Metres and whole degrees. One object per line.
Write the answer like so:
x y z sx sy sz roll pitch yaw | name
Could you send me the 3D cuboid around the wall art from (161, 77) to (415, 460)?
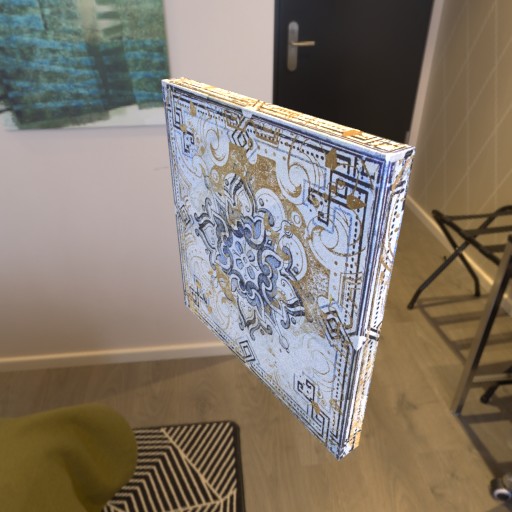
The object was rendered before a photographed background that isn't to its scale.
0.000 0.000 0.619 0.038 0.410 0.411 -21 38 -31 | wall art
